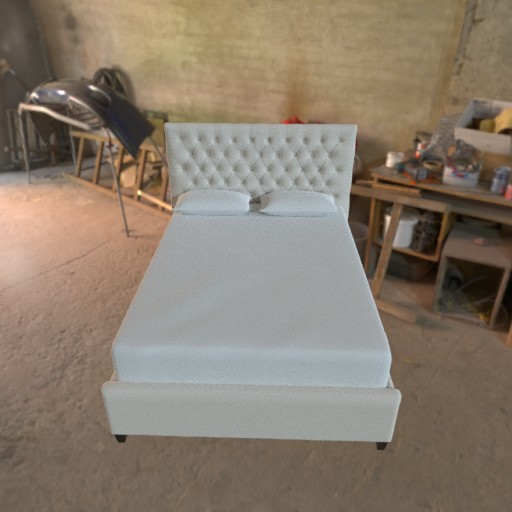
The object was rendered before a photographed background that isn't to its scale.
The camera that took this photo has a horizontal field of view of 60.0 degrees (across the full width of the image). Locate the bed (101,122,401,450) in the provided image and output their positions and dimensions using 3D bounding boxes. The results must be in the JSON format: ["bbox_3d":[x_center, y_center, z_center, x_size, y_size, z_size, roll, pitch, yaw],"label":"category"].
[{"bbox_3d":[0.000,0.000,3.281,1.696,1.426,2.233,1,30,2],"label":"bed"}]
